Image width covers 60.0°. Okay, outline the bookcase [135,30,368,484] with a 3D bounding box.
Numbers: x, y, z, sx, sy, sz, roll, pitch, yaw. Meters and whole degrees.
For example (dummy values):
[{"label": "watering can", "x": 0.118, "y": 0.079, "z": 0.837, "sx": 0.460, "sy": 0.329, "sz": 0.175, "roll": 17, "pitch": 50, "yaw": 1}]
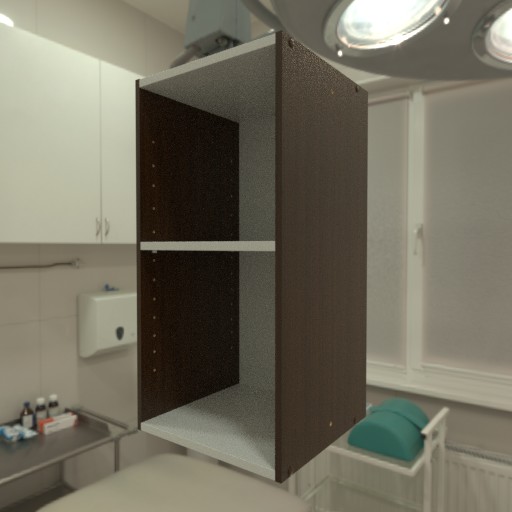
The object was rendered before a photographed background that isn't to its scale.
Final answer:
[{"label": "bookcase", "x": 0.000, "y": 0.000, "z": 0.790, "sx": 0.300, "sy": 0.600, "sz": 0.290, "roll": 1, "pitch": 2, "yaw": 36}]
